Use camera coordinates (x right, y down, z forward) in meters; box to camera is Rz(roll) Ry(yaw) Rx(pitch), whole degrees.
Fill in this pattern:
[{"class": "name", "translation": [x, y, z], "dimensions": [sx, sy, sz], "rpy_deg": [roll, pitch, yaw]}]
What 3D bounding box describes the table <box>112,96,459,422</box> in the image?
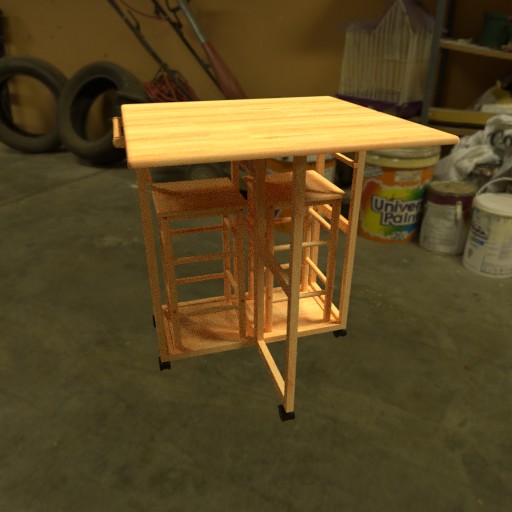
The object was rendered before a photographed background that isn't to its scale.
[{"class": "table", "translation": [0.000, 0.000, 1.378], "dimensions": [0.752, 0.832, 0.693], "rpy_deg": [-8, 28, -14]}]
